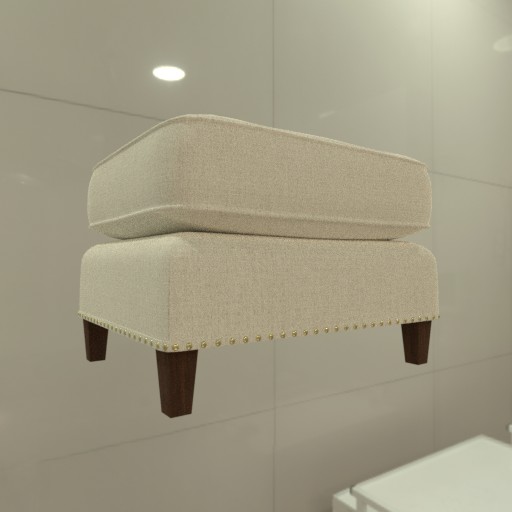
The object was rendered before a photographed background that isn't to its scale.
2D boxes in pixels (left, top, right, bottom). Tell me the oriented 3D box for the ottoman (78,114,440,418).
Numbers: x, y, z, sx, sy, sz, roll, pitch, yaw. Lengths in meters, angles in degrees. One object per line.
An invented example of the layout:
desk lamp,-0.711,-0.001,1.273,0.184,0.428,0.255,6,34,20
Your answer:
ottoman,0.000,0.000,1.125,0.738,0.537,0.589,1,-1,-35
